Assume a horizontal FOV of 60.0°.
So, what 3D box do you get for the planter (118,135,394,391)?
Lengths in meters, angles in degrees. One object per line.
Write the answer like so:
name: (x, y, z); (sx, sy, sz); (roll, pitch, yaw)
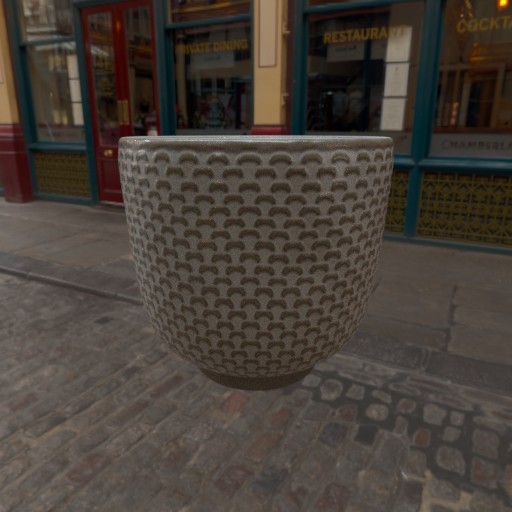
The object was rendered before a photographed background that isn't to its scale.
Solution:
planter: (0.000, 0.000, 0.308); (0.173, 0.160, 0.173); (0, 16, 0)
